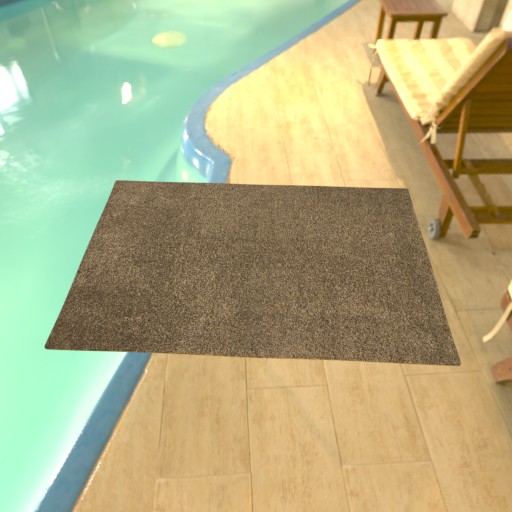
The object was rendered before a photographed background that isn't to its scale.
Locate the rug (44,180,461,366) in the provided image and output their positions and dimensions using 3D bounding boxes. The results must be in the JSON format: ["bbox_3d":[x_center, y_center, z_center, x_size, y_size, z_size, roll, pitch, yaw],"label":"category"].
[{"bbox_3d":[0.000,0.000,3.481,2.699,0.026,1.802,2,47,2],"label":"rug"}]
